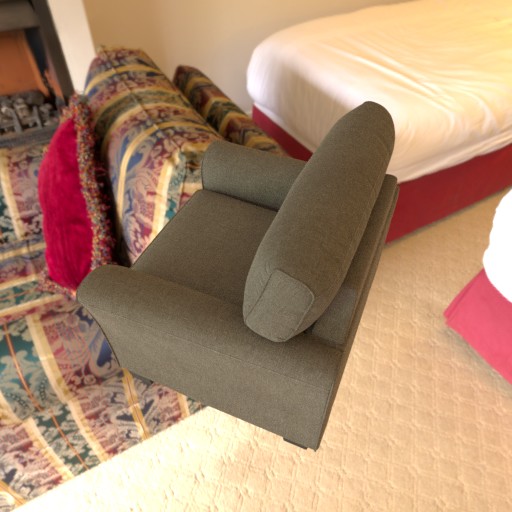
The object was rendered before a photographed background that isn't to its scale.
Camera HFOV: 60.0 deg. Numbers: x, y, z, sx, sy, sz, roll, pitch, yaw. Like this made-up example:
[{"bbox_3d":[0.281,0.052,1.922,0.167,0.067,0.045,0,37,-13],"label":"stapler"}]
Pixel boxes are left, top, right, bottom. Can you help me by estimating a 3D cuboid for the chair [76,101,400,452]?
[{"bbox_3d":[0.000,0.000,1.587,0.816,0.890,0.941,17,48,16],"label":"chair"}]
